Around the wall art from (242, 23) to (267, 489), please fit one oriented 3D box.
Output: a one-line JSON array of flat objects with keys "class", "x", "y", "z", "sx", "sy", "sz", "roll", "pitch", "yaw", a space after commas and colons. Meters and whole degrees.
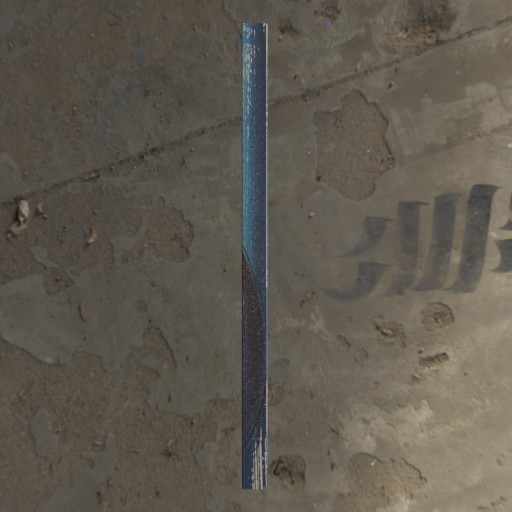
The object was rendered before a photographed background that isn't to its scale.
[{"class": "wall art", "x": 0.000, "y": 0.000, "z": 0.781, "sx": 0.033, "sy": 0.406, "sz": 0.609, "roll": 0, "pitch": 90, "yaw": 1}]
